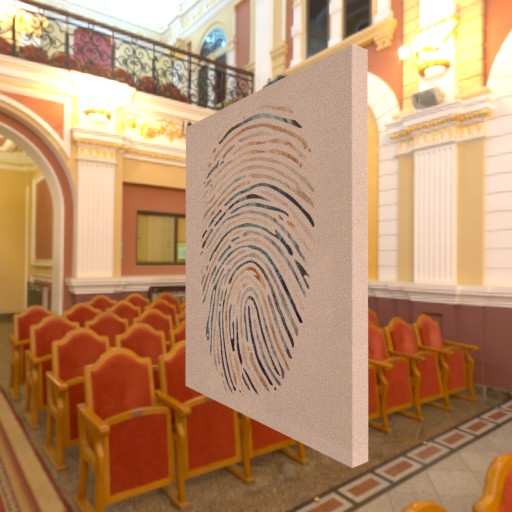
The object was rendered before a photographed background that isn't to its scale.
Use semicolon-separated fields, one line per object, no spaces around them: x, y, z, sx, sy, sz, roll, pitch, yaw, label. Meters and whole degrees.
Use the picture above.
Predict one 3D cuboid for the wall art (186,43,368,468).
0.000;0.000;0.846;0.037;0.606;0.508;0;0;-37;wall art
